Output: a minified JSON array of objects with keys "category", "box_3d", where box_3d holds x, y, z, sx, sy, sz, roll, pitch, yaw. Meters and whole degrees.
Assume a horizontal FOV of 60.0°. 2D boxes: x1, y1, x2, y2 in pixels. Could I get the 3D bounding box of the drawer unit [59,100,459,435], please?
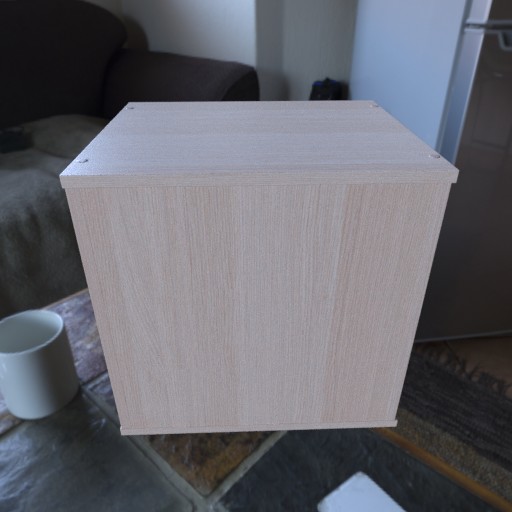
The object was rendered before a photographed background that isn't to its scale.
[{"category":"drawer unit","box_3d":[0.000,0.000,0.598,0.349,0.344,0.290,-1,31,-2]}]
